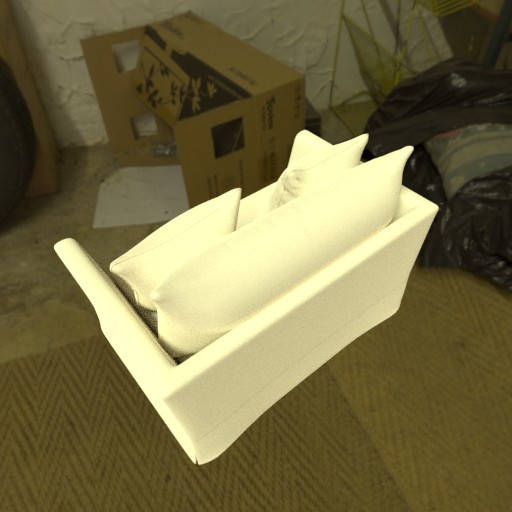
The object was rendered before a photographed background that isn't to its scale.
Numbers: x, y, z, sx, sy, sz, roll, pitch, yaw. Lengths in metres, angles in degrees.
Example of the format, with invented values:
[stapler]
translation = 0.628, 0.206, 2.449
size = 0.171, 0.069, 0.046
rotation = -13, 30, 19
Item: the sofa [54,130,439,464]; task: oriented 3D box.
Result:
[sofa]
translation = 0.000, 0.000, 2.268
size = 1.608, 1.039, 1.026
rotation = -31, 53, -26
